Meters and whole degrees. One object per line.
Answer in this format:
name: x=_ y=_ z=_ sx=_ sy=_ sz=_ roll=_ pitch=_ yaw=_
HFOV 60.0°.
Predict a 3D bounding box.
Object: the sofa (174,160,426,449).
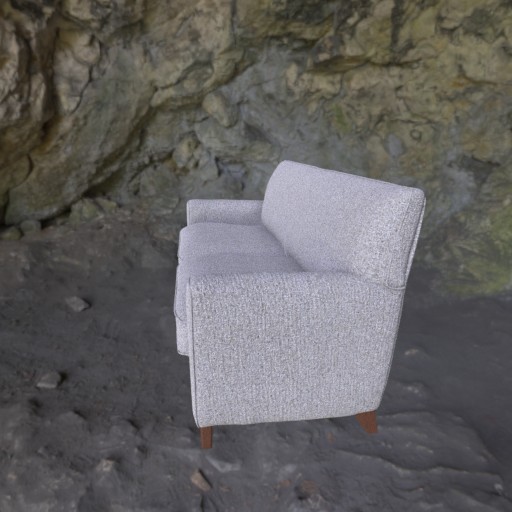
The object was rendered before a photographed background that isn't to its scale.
sofa: x=0.000 y=0.000 z=2.441 sx=0.854 sy=0.942 sz=2.026 roll=-2 pitch=15 yaw=-8
